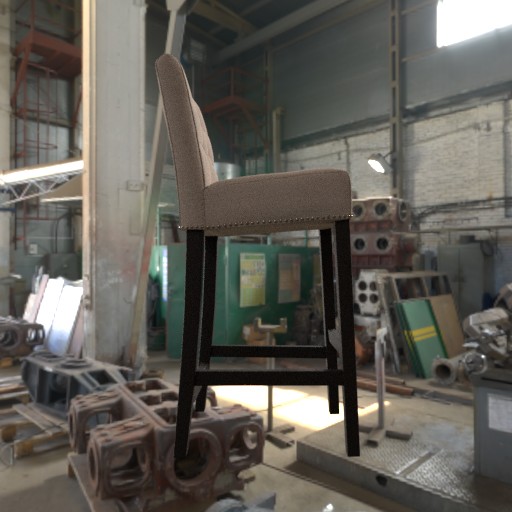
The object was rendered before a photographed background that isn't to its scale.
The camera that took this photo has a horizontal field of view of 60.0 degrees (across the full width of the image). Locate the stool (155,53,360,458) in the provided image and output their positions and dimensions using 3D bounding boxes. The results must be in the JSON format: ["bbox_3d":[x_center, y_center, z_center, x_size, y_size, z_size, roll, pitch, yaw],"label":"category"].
[{"bbox_3d":[0.000,0.000,1.331,0.548,1.047,0.411,0,0,1],"label":"stool"}]
